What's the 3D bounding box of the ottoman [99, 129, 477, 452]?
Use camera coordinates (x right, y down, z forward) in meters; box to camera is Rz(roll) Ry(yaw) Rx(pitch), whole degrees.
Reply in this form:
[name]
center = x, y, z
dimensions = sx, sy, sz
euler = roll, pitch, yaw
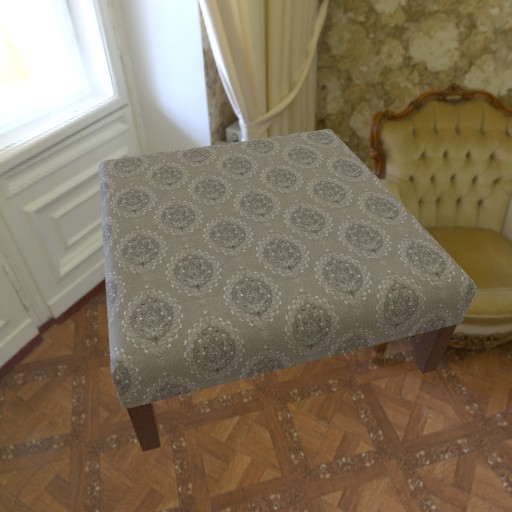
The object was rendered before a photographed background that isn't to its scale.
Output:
[ottoman]
center = 0.000, 0.000, 1.417
dimensions = 0.889, 0.411, 0.890
euler = -11, 43, -12
